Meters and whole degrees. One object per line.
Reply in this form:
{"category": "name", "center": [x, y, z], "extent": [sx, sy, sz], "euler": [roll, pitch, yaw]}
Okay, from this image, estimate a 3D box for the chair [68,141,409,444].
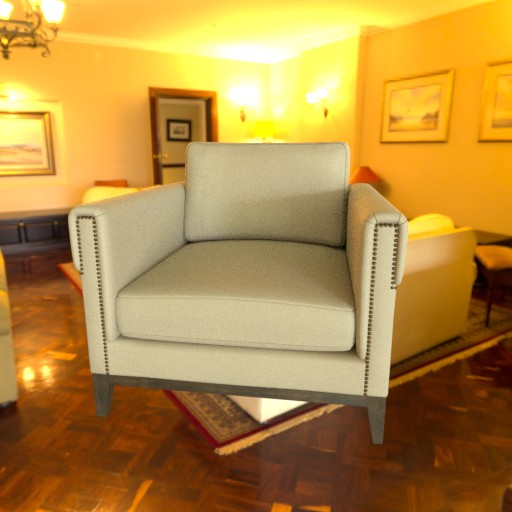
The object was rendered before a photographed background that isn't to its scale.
{"category": "chair", "center": [0.000, 0.000, 1.658], "extent": [0.914, 0.838, 0.959], "euler": [2, 14, 9]}
